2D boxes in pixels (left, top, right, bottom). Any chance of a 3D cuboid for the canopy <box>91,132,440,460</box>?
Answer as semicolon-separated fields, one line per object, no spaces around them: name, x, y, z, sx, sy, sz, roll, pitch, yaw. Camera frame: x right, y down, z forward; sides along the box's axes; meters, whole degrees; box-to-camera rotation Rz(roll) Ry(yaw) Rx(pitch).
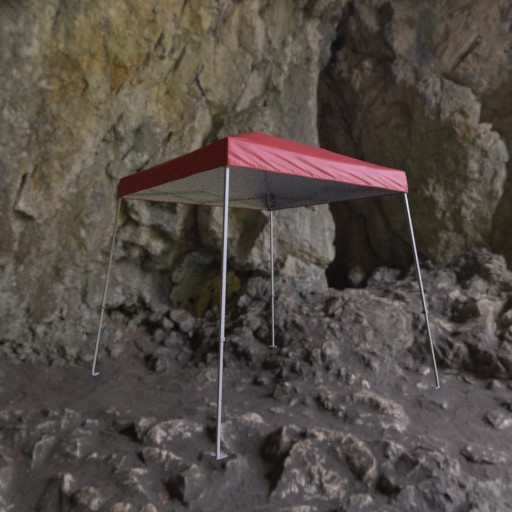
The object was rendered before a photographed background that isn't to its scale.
canopy;0.000;0.000;5.080;2.849;2.849;2.848;0;0;-37
